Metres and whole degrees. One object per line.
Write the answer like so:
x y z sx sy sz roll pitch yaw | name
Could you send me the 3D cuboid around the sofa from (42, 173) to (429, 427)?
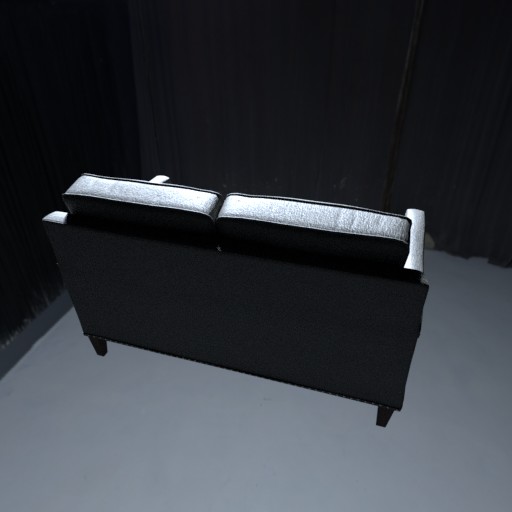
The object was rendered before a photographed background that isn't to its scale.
0.000 0.000 2.222 1.597 1.003 1.084 10 34 15 | sofa
